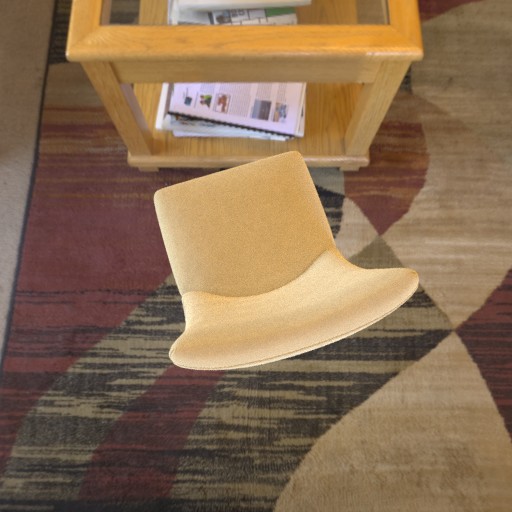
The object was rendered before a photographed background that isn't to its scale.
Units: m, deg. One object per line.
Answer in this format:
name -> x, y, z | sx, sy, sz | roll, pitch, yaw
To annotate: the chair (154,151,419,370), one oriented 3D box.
chair -> 0.000, 0.000, 1.275 | 0.495, 0.902, 0.610 | -17, 76, -5
